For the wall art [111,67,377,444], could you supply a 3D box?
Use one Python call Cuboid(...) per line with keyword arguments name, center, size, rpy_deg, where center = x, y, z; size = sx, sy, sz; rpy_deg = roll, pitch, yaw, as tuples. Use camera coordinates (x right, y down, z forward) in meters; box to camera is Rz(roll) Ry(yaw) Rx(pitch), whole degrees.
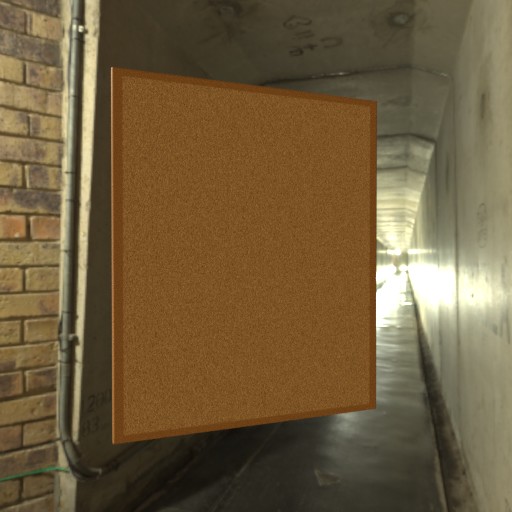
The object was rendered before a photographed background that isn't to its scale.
Cuboid(name="wall art", center=(0.000, 0.000, 0.501), size=(0.310, 0.379, 0.015), rpy_deg=(0, 1, -19))
